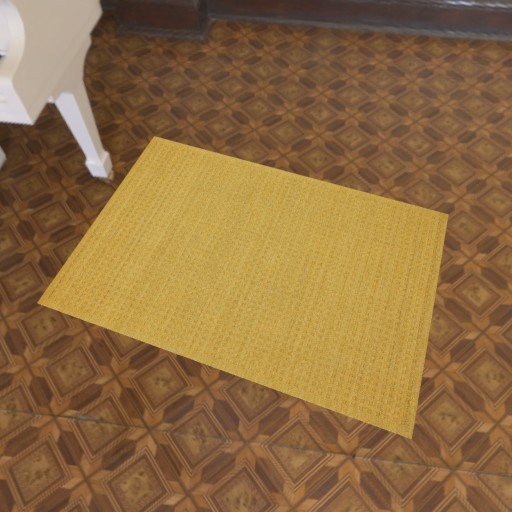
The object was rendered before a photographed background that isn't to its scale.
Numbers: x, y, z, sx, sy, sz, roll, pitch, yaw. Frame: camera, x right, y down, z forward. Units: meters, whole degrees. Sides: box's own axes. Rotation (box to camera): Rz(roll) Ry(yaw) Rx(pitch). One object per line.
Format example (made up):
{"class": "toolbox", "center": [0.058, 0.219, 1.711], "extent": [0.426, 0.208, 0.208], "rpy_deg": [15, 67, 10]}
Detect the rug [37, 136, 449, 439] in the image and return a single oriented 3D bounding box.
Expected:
{"class": "rug", "center": [0.000, 0.000, 3.680], "extent": [2.895, 0.006, 1.981], "rpy_deg": [17, 59, 11]}
